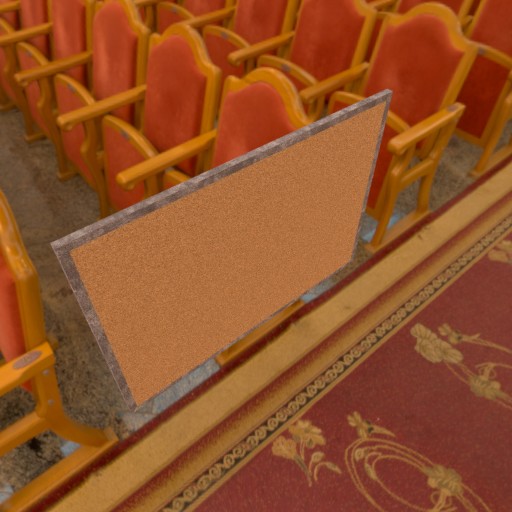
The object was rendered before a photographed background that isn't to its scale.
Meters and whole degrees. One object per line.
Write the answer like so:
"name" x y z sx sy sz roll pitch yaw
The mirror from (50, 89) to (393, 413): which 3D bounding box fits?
"mirror" 0.000 0.000 1.455 1.101 0.795 0.022 -31 54 -26
